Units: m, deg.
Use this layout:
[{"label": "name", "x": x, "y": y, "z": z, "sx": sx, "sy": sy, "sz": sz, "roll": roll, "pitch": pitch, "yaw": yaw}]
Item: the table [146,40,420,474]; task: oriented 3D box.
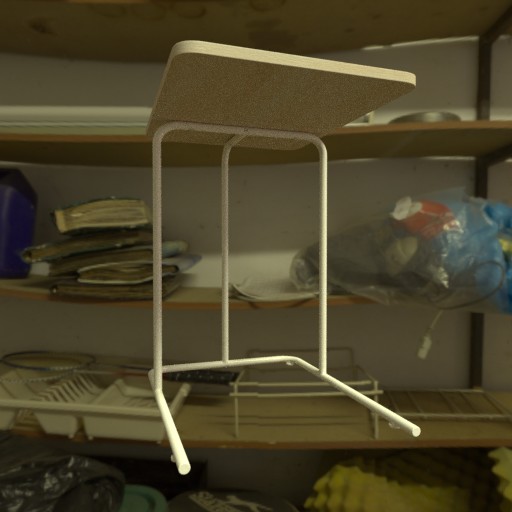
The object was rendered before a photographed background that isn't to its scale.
[{"label": "table", "x": 0.000, "y": 0.000, "z": 0.837, "sx": 0.370, "sy": 0.550, "sz": 0.480, "roll": 0, "pitch": 1, "yaw": -19}]
